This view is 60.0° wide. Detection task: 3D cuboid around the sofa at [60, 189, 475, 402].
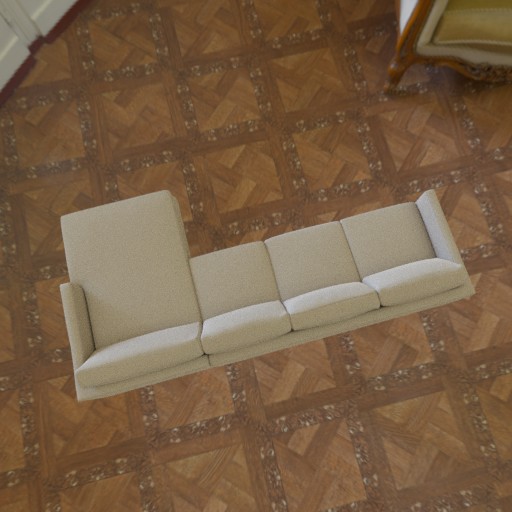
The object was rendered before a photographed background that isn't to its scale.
[{"bbox_3d":[0.000,0.000,3.822,3.186,0.861,1.625,-15,76,-4],"label":"sofa"}]
